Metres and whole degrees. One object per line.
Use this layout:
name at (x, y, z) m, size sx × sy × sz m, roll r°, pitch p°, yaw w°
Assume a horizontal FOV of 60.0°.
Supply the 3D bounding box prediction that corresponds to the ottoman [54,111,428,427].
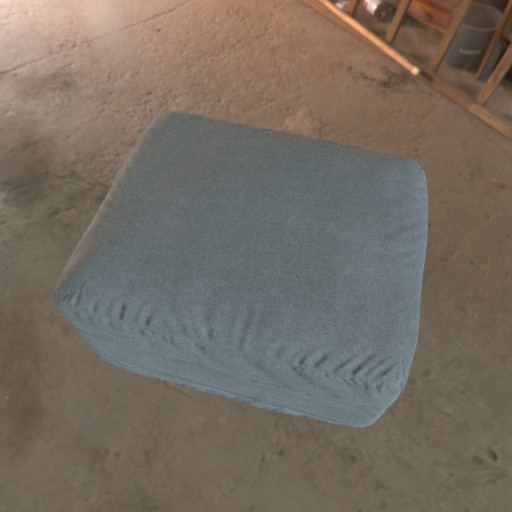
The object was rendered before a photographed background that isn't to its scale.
ottoman at (0.000, 0.000, 1.222) m, size 0.837 × 0.481 × 0.683 m, roll 13°, pitch 58°, yaw 8°
